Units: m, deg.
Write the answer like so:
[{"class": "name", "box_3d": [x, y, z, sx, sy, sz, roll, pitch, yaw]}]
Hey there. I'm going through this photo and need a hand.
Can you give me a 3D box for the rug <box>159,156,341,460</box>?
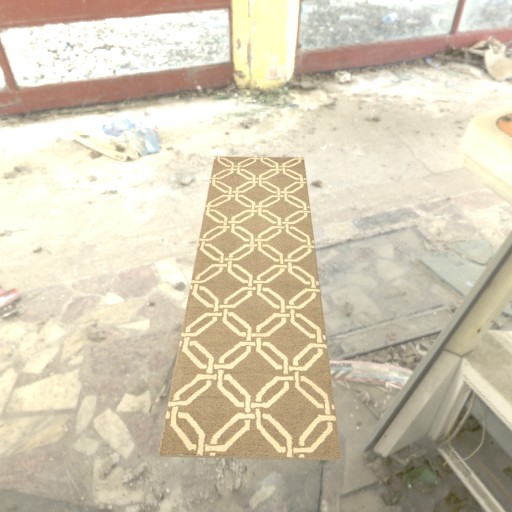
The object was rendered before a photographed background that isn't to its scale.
[{"class": "rug", "box_3d": [0.000, 0.000, 2.494, 0.678, 0.014, 2.276, 1, 41, 1]}]
